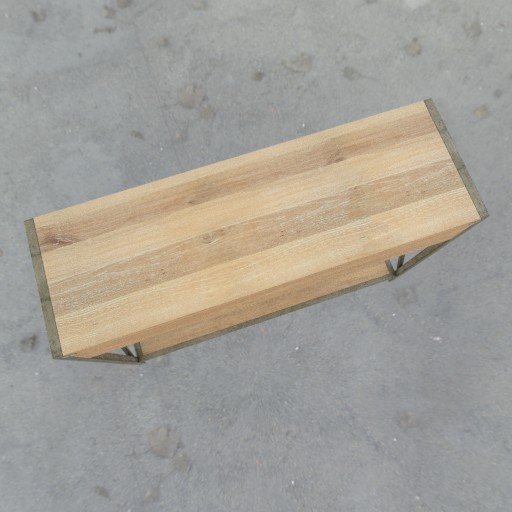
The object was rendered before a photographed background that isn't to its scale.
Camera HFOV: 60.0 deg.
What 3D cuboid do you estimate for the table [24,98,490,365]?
[{"bbox_3d":[0.000,0.000,1.426,1.059,0.763,0.361,-18,76,-5],"label":"table"}]
